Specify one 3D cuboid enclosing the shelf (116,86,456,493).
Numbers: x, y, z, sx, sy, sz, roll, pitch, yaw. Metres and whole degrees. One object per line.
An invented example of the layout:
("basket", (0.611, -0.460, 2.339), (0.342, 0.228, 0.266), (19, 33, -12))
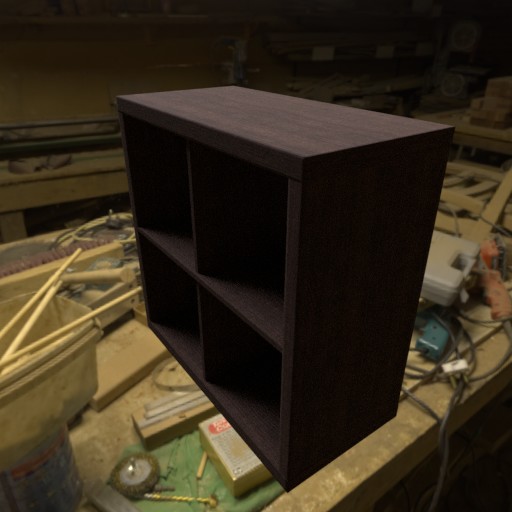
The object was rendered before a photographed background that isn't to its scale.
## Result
("shelf", (0.000, 0.000, 1.230), (0.390, 0.786, 0.790), (-18, 33, -31))
